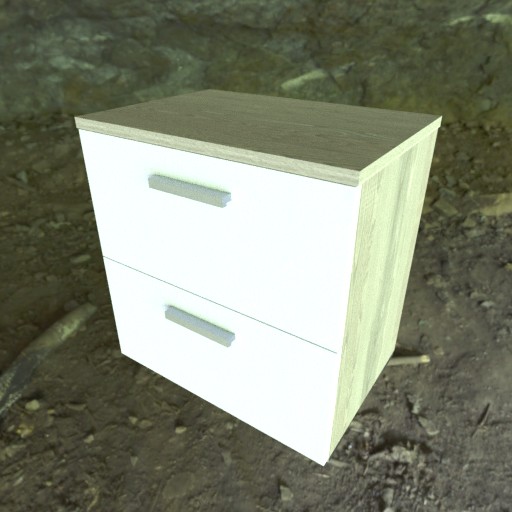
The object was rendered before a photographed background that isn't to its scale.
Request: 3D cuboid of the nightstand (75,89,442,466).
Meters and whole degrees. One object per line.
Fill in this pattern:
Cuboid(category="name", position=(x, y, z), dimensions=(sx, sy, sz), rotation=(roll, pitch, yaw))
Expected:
Cuboid(category="nightstand", position=(0.000, 0.000, 0.756), dimensions=(0.442, 0.461, 0.325), rotation=(18, 34, 29))
